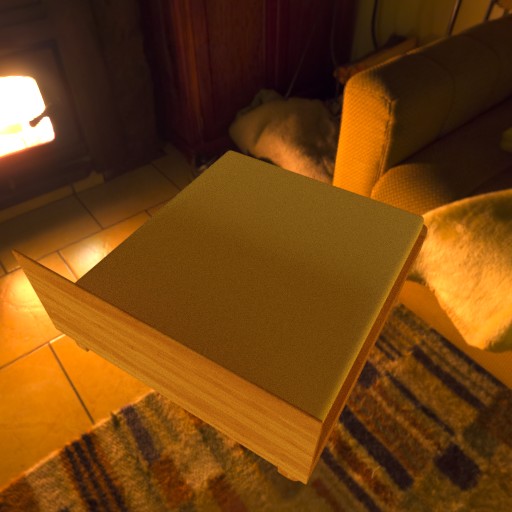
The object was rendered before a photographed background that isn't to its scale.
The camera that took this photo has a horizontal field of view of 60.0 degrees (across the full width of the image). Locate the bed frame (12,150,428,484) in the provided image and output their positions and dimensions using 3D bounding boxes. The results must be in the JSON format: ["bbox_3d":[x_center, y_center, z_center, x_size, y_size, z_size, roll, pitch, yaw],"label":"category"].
[{"bbox_3d":[0.000,0.000,3.055,1.872,0.940,2.092,24,51,21],"label":"bed frame"}]
